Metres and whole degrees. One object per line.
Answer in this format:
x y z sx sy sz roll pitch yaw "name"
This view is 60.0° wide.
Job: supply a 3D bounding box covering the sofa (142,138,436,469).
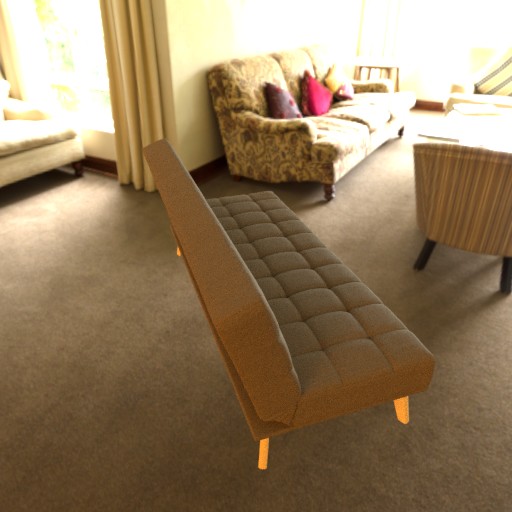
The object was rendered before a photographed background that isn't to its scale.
0.000 0.000 2.270 0.860 0.810 1.800 -10 32 -16 "sofa"
